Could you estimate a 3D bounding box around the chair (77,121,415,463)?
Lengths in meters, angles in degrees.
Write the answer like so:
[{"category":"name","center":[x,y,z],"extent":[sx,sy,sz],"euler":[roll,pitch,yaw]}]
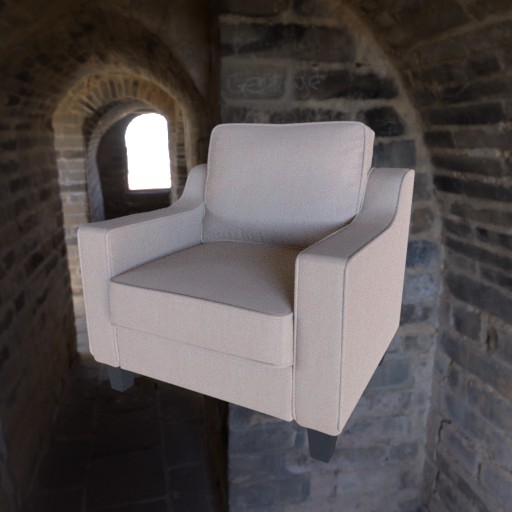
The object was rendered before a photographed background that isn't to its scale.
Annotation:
[{"category":"chair","center":[0.000,0.000,1.615],"extent":[0.922,0.948,0.882],"euler":[8,16,27]}]
